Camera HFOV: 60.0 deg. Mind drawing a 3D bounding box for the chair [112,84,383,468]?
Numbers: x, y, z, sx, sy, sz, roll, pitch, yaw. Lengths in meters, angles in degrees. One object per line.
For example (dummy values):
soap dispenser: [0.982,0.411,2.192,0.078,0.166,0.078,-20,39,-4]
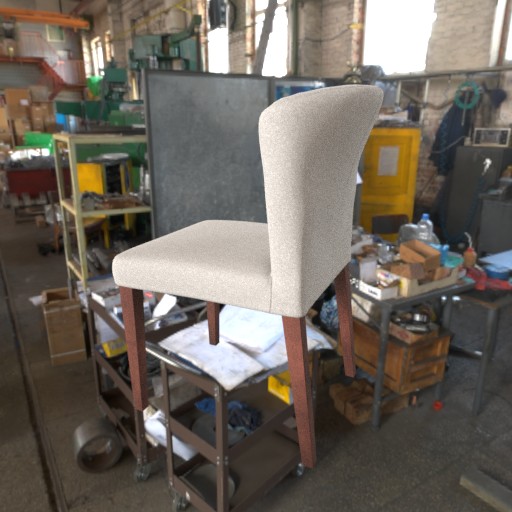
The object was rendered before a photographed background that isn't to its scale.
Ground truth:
chair: [0.000,0.000,1.186,0.592,0.839,0.491,8,19,24]
